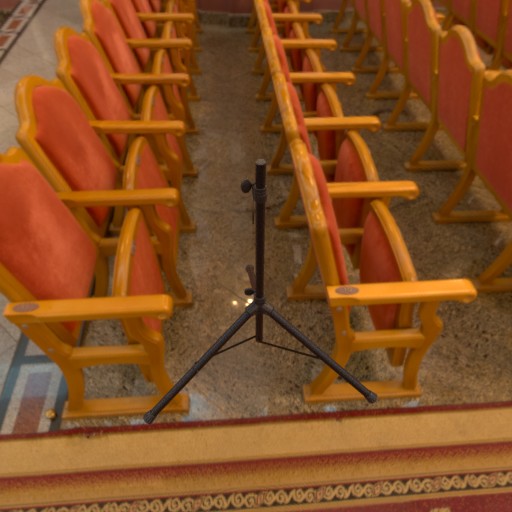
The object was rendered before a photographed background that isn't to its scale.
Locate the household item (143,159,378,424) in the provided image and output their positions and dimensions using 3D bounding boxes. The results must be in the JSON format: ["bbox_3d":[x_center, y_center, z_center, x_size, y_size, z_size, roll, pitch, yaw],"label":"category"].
[{"bbox_3d":[0.000,0.000,1.875,1.045,1.136,0.907,-3,45,-3],"label":"household item"}]
